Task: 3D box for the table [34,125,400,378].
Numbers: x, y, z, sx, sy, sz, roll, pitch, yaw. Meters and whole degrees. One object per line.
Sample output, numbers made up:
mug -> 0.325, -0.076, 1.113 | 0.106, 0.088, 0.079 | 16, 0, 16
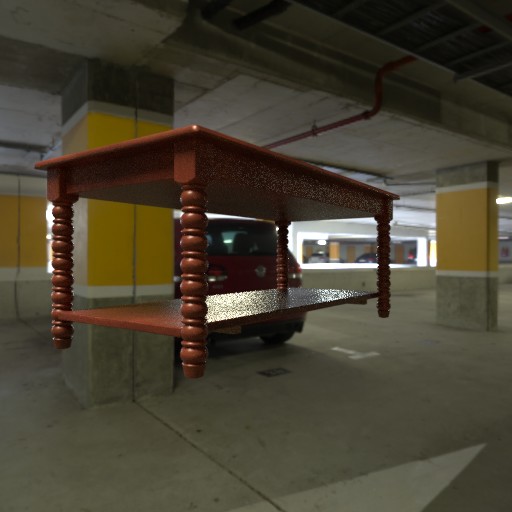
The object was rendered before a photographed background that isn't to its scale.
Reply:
table -> 0.000, 0.000, 1.450 | 0.580, 0.485, 1.171 | 0, 0, 36
